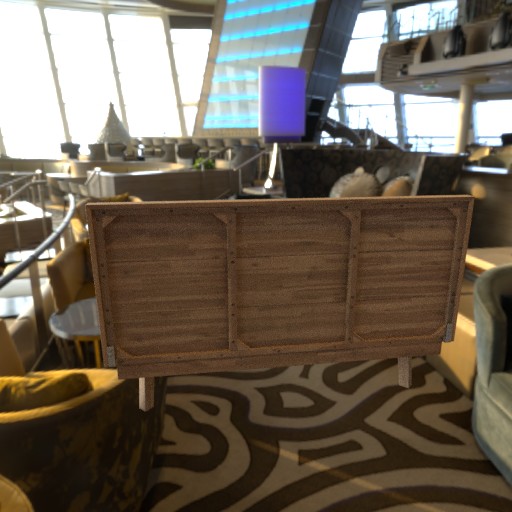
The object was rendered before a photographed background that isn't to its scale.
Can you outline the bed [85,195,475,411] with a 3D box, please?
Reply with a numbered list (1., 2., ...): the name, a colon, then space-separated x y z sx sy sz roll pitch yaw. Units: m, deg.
1. bed: 0.000 0.000 3.114 1.759 1.071 2.145 -2 15 -9
